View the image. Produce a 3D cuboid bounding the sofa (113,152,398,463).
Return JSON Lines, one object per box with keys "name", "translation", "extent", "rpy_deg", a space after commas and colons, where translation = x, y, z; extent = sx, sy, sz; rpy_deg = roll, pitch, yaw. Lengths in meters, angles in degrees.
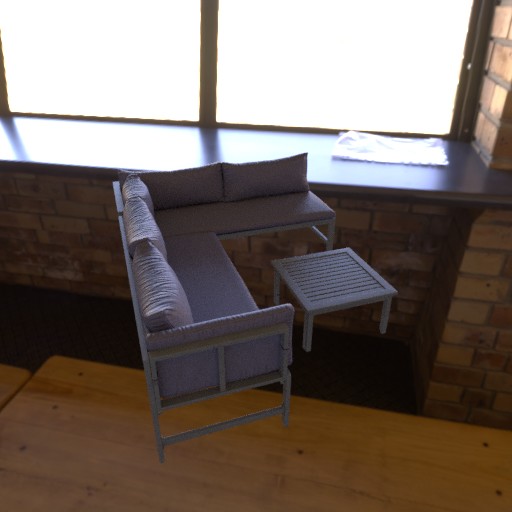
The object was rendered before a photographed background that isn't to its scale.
{"name": "sofa", "translation": [0.000, 0.000, 2.964], "extent": [1.658, 0.762, 2.149], "rpy_deg": [-9, 31, -16]}
